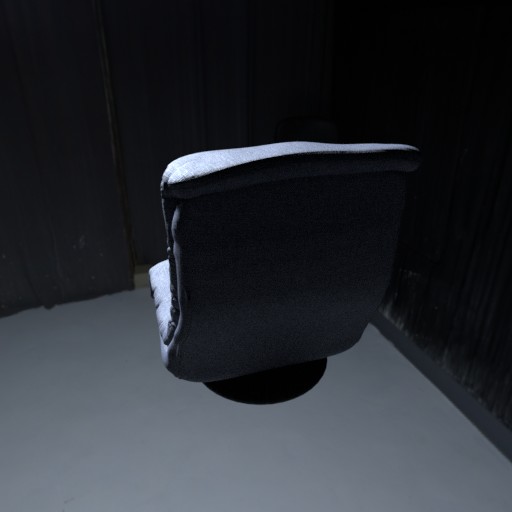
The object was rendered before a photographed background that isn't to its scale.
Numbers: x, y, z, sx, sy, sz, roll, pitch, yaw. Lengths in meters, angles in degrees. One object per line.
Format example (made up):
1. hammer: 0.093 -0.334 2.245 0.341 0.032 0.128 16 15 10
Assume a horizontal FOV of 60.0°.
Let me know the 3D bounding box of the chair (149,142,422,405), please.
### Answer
1. chair: 0.000 0.000 1.270 0.597 0.749 0.668 -8 28 -16
